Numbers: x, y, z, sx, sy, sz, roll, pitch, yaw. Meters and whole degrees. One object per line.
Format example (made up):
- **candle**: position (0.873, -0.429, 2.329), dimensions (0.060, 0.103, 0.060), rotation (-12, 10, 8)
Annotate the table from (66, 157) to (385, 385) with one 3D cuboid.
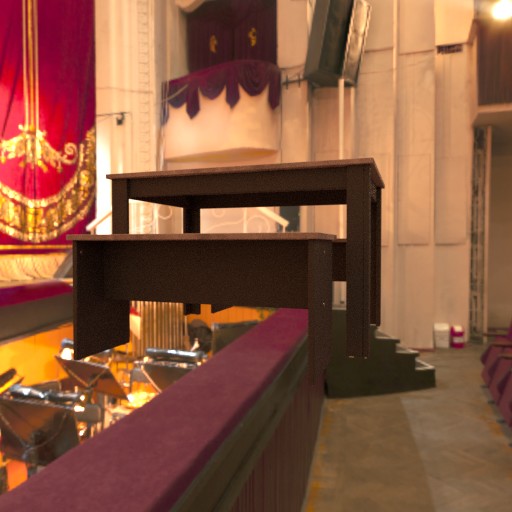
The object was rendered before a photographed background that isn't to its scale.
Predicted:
- **table**: position (0.000, 0.000, 2.045), dimensions (1.100, 0.700, 1.443), rotation (0, 1, 19)
